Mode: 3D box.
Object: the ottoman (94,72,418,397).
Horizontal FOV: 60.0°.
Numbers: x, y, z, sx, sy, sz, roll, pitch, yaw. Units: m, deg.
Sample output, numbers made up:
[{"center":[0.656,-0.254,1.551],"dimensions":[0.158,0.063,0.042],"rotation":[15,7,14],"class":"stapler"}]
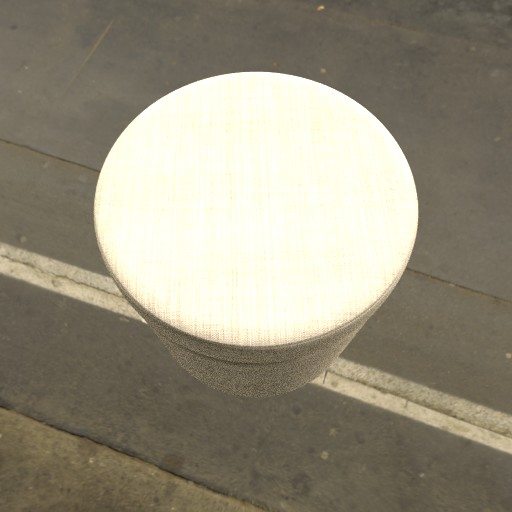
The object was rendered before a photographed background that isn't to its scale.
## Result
[{"center":[0.000,0.000,0.719],"dimensions":[0.400,0.406,0.400],"rotation":[0,65,0],"class":"ottoman"}]
